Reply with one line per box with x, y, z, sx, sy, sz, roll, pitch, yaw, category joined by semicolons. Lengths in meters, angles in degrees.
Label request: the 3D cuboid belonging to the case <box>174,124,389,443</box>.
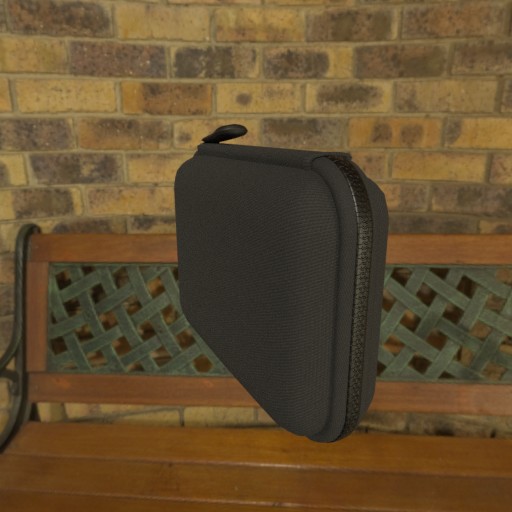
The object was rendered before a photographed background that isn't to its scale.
0.000;0.000;0.183;0.038;0.105;0.132;-8;18;-26;case
